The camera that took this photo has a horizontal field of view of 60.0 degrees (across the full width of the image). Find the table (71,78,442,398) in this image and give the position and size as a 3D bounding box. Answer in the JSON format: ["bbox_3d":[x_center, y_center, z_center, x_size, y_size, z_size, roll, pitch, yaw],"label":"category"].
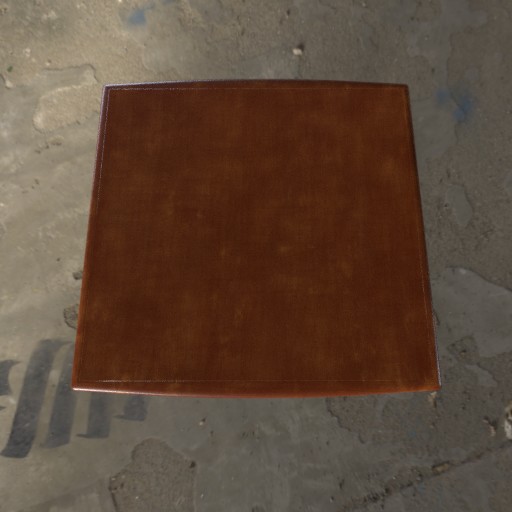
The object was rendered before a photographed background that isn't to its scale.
[{"bbox_3d":[0.000,0.000,1.661,0.991,0.754,0.991,0,74,0],"label":"table"}]
